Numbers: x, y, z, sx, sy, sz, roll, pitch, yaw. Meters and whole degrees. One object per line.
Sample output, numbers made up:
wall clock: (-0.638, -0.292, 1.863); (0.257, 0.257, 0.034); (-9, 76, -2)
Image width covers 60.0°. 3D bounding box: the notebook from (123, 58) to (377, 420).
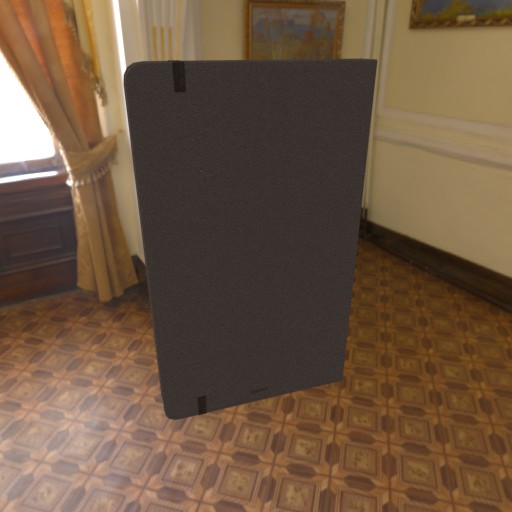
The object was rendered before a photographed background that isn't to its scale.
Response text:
notebook: (0.000, 0.000, 0.263); (0.127, 0.213, 0.016); (-8, 27, -16)
